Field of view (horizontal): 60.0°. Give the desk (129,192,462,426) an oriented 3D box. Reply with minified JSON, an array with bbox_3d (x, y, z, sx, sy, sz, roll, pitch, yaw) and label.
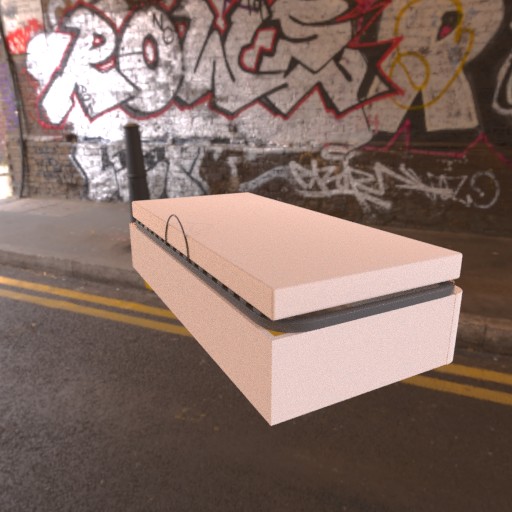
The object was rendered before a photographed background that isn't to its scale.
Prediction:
[{"bbox_3d":[0.000,0.000,2.359,0.900,0.526,1.900,-9,19,-27],"label":"desk"}]
